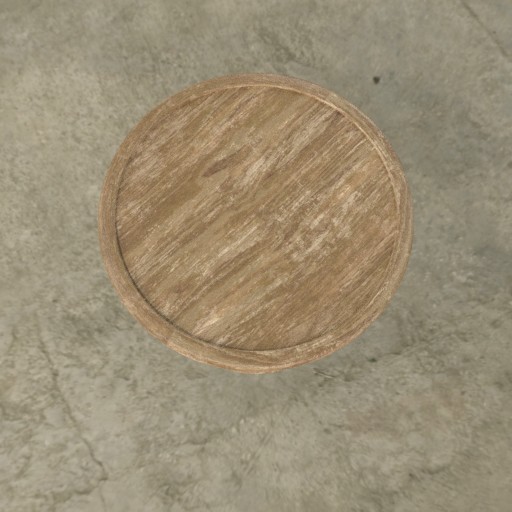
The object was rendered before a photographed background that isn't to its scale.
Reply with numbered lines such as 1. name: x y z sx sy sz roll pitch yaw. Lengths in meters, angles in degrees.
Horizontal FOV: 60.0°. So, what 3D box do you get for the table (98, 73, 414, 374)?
1. table: 0.000 0.000 0.796 0.407 0.482 0.407 0 75 0
